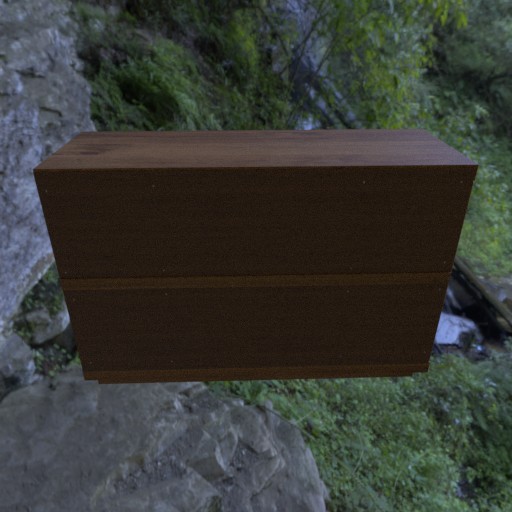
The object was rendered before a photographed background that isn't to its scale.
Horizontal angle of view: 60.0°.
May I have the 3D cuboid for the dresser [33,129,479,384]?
[{"bbox_3d":[0.000,0.000,1.647,1.261,0.825,0.479,-1,29,-2],"label":"dresser"}]
